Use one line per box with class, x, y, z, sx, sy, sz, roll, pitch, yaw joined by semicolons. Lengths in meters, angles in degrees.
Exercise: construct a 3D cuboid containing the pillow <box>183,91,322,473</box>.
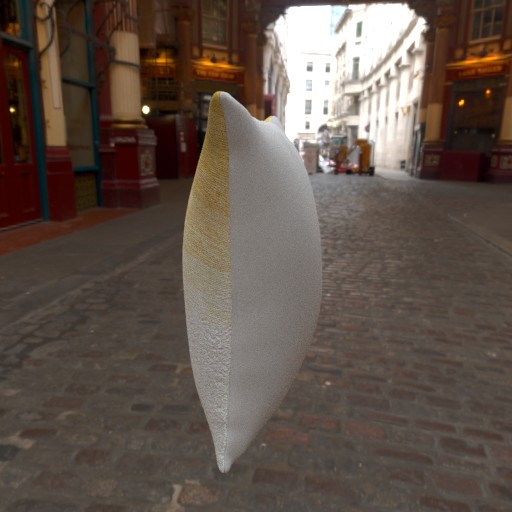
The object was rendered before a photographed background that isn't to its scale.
pillow;0.000;0.000;0.702;0.211;0.450;0.450;2;14;9
